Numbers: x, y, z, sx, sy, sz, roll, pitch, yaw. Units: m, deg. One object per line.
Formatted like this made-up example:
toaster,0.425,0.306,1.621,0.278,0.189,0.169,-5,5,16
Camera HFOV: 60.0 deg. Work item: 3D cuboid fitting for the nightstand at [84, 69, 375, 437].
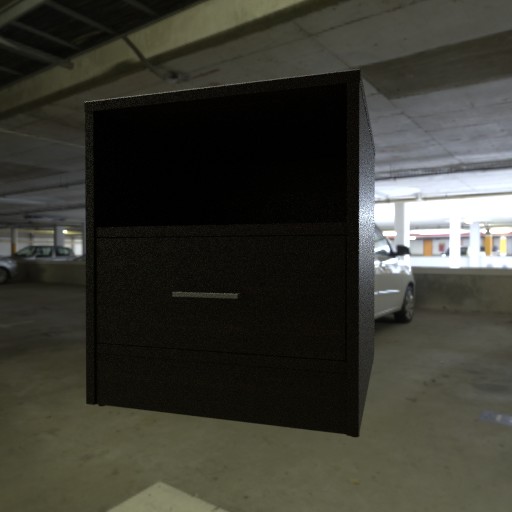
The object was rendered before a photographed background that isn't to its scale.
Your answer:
nightstand,0.000,0.000,0.806,0.400,0.460,0.461,0,1,17
